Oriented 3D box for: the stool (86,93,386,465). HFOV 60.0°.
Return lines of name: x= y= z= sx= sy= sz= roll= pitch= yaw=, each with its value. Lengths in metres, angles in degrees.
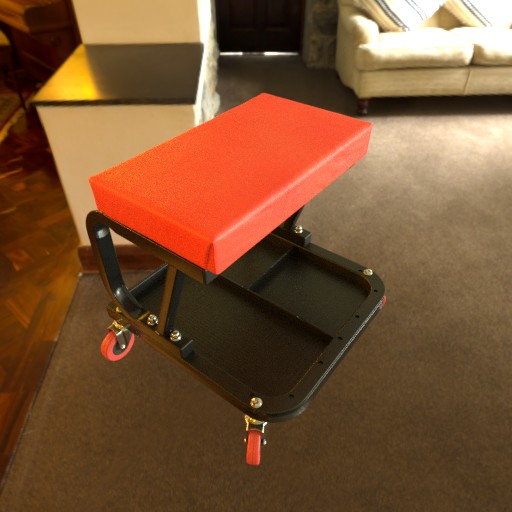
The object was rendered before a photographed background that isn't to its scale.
stool: x=0.000 y=0.000 z=0.727 sx=0.371 sy=0.380 sz=0.446 roll=27 pitch=47 yaw=28
